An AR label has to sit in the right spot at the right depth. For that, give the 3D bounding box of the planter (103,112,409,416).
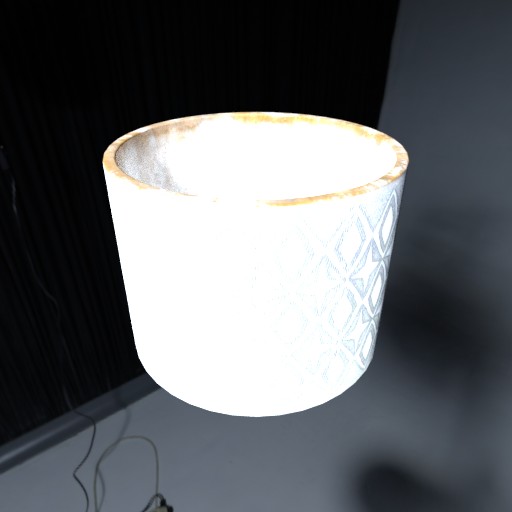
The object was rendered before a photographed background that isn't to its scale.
[{"bbox_3d":[0.000,0.000,0.440,0.255,0.223,0.255,0,30,0],"label":"planter"}]
